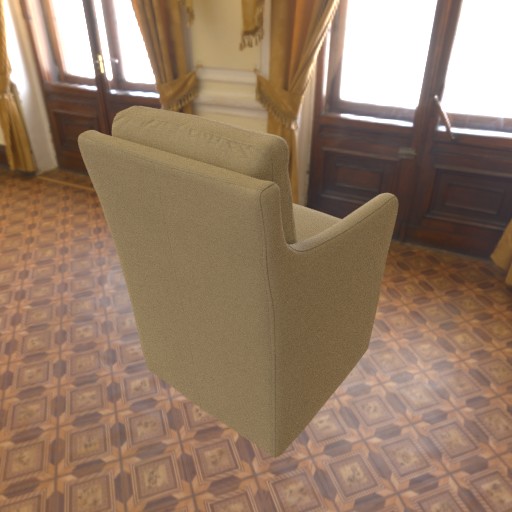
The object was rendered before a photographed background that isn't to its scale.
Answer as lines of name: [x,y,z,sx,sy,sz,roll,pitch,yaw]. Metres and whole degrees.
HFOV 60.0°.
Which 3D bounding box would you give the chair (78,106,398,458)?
chair: [0.000,0.000,1.364,0.626,0.914,0.694,22,38,32]
